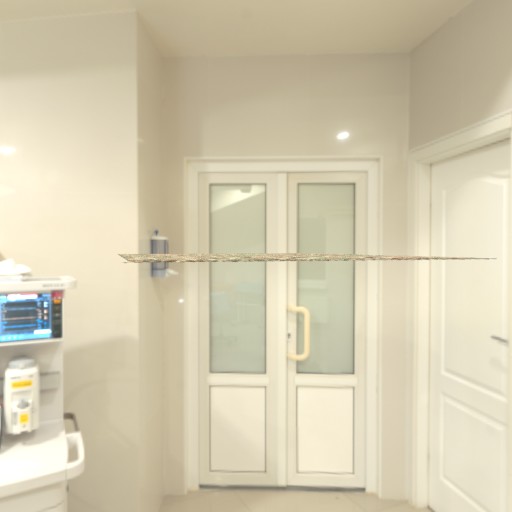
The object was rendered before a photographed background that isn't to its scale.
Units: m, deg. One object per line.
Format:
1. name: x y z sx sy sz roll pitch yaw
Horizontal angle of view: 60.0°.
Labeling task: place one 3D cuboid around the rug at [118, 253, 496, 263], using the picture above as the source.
1. rug: 0.000 0.000 4.040 2.438 0.010 3.048 0 1 -19
